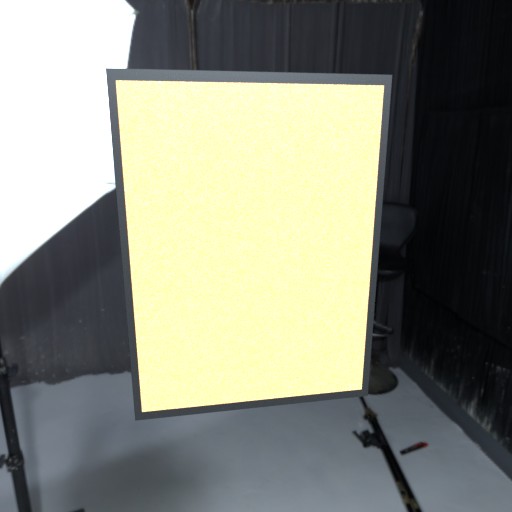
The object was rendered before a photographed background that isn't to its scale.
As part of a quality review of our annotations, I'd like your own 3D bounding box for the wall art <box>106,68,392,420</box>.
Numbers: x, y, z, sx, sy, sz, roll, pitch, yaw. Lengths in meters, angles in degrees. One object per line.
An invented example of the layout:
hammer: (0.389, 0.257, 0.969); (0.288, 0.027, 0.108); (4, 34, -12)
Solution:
wall art: (0.000, 0.000, 1.331); (0.774, 1.027, 0.030); (-3, 16, -10)
